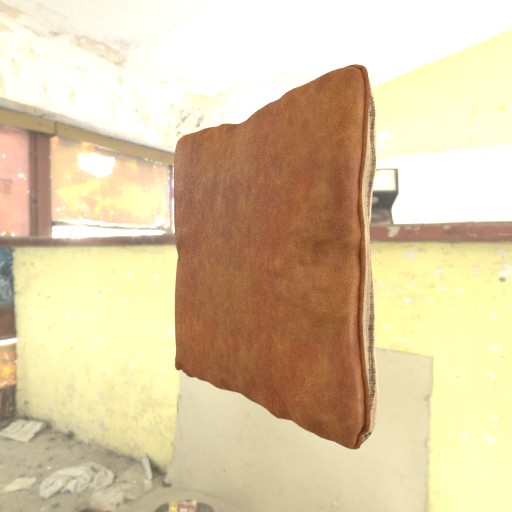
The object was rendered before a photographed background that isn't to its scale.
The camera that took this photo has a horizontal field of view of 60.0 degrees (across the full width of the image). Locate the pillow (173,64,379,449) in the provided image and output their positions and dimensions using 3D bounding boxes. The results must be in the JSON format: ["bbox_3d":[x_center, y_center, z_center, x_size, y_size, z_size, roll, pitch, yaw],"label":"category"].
[{"bbox_3d":[0.000,0.000,0.737,0.130,0.490,0.489,0,1,-36],"label":"pillow"}]
